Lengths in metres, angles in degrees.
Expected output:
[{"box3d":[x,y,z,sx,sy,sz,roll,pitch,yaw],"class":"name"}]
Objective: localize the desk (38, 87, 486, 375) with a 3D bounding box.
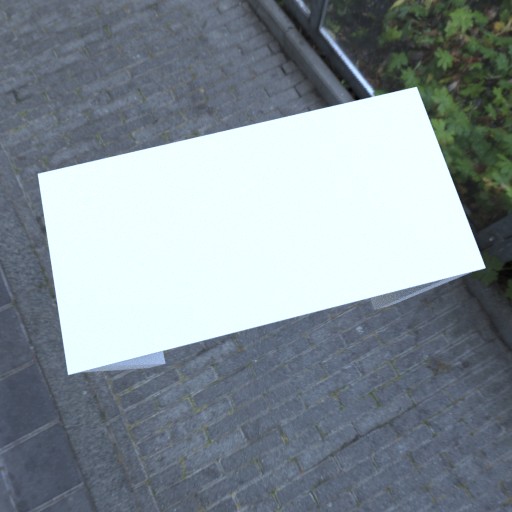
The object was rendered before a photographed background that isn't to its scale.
[{"box3d":[0.000,0.000,1.442,0.990,0.762,0.497,-14,77,-3],"class":"desk"}]
